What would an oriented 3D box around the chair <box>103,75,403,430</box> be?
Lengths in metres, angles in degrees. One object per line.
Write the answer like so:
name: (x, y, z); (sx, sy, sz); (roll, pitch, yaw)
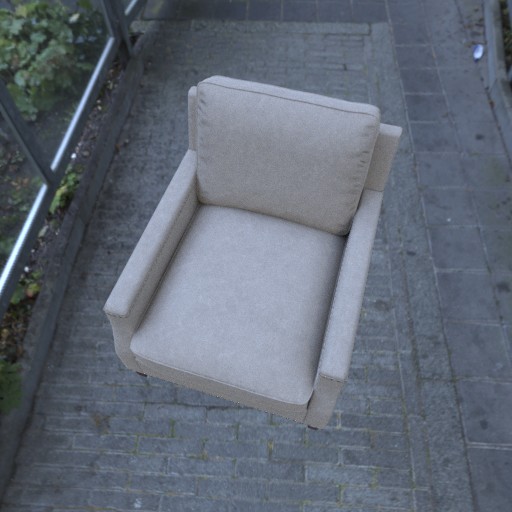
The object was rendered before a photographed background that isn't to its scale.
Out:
chair: (0.000, 0.000, 1.733); (0.853, 0.943, 1.014); (14, 58, 9)
